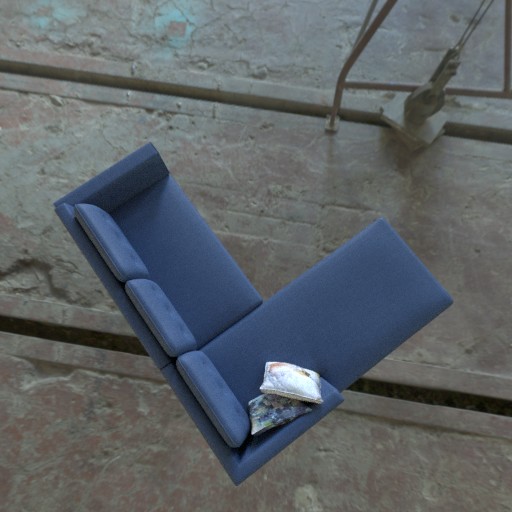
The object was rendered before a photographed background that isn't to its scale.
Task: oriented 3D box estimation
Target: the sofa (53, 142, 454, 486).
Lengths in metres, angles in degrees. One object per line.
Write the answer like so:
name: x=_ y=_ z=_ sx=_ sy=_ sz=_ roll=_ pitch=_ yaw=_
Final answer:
sofa: x=0.000 y=0.000 z=3.076 sx=1.829 sy=0.787 sz=2.120 roll=-35 pitch=78 yaw=-8
